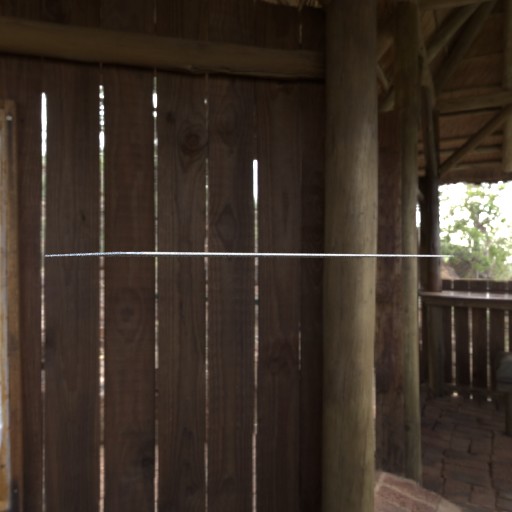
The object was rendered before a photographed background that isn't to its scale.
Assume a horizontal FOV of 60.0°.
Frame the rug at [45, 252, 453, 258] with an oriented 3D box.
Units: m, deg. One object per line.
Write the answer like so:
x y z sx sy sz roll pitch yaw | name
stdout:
0.000 0.000 3.107 2.438 0.010 1.524 0 -1 -36 | rug
